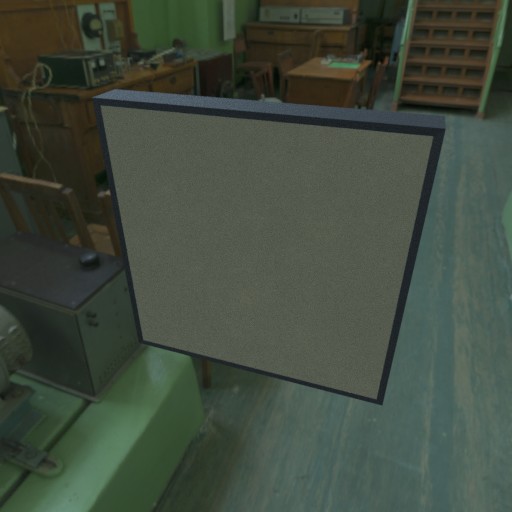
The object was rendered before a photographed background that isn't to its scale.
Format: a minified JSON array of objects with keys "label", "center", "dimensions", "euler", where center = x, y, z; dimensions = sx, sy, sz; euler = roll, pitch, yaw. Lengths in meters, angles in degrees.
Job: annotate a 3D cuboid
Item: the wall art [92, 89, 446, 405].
[{"label":"wall art","center":[0.000,0.000,0.456],"dimensions":[0.302,0.300,0.036],"euler":[10,34,16]}]
